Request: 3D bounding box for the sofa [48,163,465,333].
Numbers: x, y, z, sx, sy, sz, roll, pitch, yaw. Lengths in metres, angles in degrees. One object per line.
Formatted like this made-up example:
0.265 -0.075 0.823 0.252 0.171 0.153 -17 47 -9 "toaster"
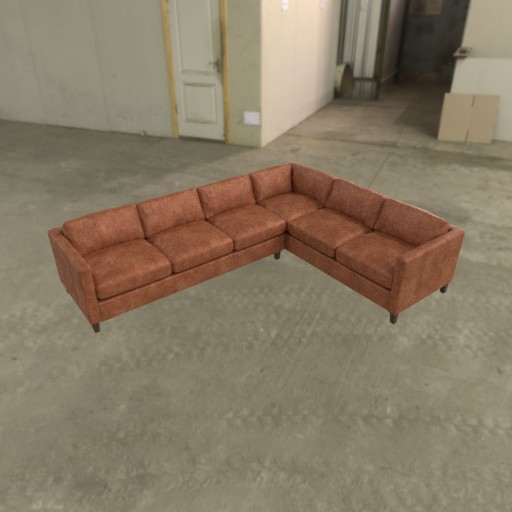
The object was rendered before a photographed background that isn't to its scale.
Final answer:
0.000 0.000 4.331 3.167 0.838 2.438 -21 36 -32 "sofa"
